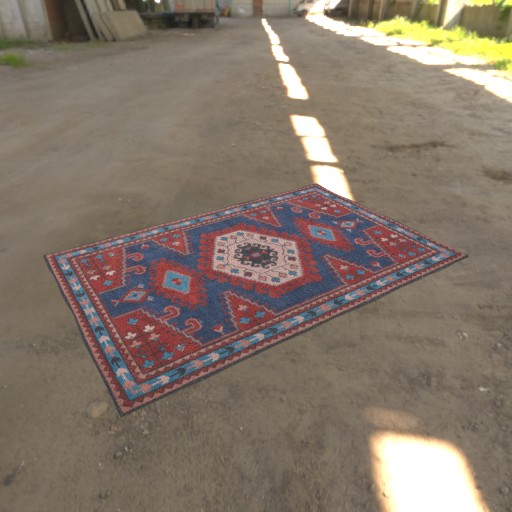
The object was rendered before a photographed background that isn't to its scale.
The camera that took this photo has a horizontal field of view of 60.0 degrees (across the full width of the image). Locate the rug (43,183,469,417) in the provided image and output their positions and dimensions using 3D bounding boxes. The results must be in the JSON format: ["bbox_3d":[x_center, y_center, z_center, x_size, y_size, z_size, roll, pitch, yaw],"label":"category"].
[{"bbox_3d":[0.000,0.000,2.262,1.820,0.012,1.207,-19,35,-28],"label":"rug"}]
